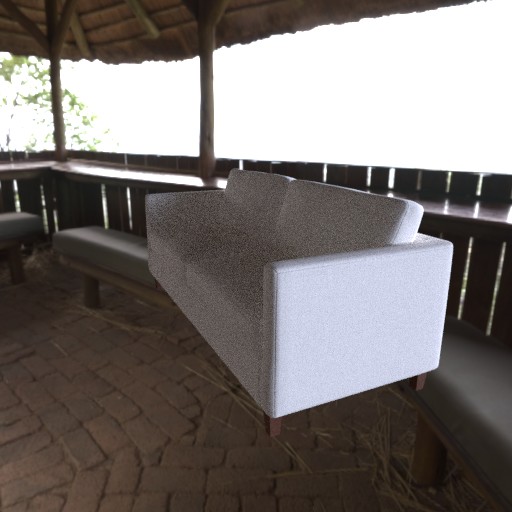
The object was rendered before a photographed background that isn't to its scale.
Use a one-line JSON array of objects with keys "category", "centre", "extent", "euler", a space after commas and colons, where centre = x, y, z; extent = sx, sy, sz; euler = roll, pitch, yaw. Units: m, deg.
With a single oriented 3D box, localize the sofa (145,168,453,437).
[{"category": "sofa", "centre": [0.000, 0.000, 2.714], "extent": [0.924, 0.933, 2.139], "euler": [-7, 17, -24]}]
